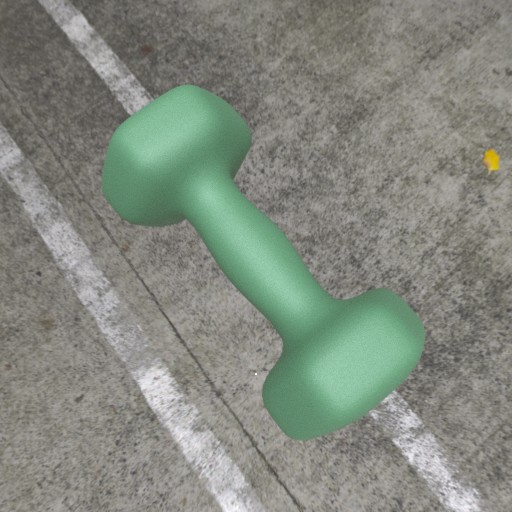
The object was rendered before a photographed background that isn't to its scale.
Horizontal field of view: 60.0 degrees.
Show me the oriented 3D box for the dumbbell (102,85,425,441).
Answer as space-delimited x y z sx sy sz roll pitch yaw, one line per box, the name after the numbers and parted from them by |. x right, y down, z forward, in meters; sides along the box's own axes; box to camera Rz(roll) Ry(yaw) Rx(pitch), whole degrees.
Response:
0.000 0.000 0.328 0.126 0.114 0.257 -37 78 -9 | dumbbell
